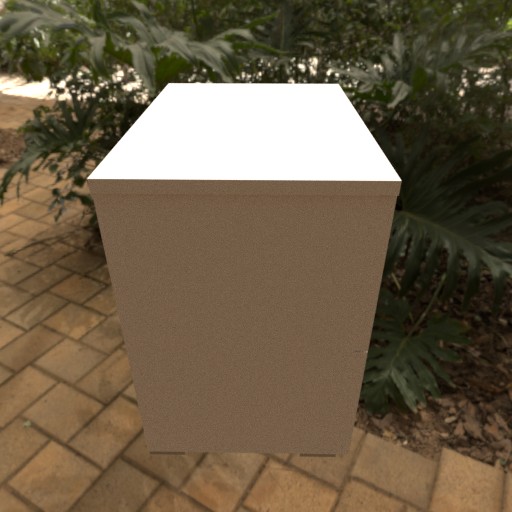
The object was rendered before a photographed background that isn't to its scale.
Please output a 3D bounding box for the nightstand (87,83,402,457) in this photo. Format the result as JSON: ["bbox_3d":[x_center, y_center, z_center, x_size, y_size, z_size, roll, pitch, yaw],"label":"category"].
[{"bbox_3d":[0.000,0.000,0.744,0.325,0.460,0.441,1,33,1],"label":"nightstand"}]
